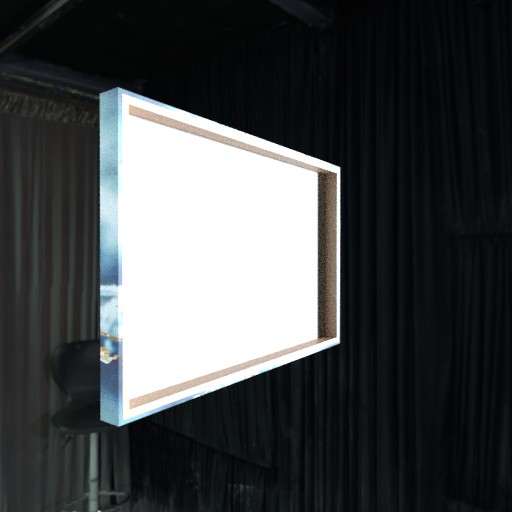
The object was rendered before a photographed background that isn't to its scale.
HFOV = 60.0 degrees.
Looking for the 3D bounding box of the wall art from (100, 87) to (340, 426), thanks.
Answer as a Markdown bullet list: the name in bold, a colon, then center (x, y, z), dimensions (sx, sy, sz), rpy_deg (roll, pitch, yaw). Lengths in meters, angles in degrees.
- **wall art**: center (0.000, 0.000, 0.785), dimensions (0.036, 0.405, 0.607), rpy_deg (0, 0, 36)
